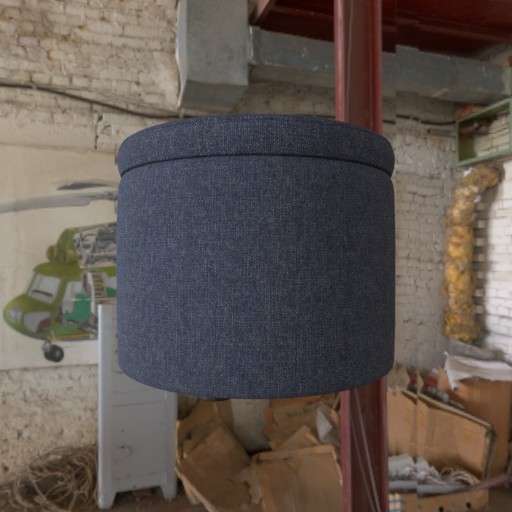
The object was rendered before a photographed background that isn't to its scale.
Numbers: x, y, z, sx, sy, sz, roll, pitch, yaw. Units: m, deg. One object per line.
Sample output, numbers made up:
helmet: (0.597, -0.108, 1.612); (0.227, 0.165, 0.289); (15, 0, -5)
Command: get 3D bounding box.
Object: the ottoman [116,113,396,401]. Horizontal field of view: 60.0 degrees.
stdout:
ottoman: (0.000, 0.000, 0.866); (0.520, 0.430, 0.520); (0, 0, 0)
